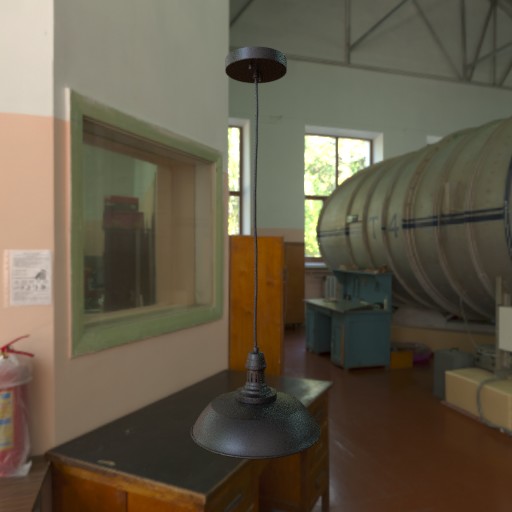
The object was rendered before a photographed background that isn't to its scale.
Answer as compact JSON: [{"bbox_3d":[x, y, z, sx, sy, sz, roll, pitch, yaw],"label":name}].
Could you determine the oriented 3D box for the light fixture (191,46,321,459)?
[{"bbox_3d":[0.000,0.000,1.131,0.331,0.993,0.331,0,0,18],"label":"light fixture"}]
